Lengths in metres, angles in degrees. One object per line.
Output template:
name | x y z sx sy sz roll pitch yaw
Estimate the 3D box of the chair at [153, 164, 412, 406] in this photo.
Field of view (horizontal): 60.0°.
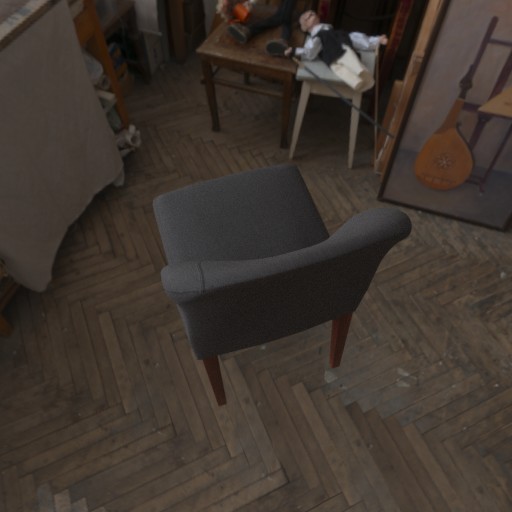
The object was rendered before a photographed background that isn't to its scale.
chair | 0.000 0.000 1.243 0.506 0.879 0.619 -16 59 -10
